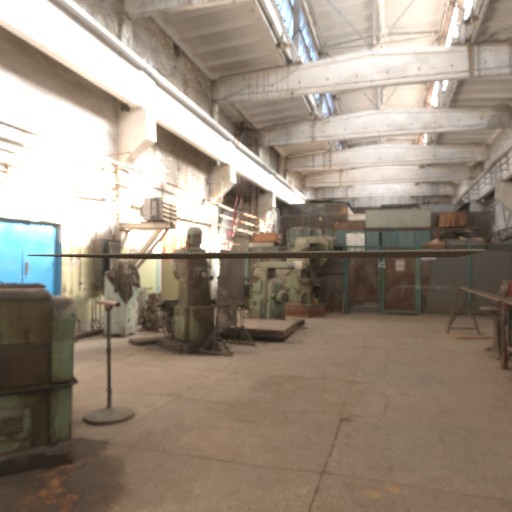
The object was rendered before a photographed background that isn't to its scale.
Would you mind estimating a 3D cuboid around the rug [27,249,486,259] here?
[{"bbox_3d":[0.000,0.000,3.503,3.048,0.011,1.546,0,-1,19],"label":"rug"}]
